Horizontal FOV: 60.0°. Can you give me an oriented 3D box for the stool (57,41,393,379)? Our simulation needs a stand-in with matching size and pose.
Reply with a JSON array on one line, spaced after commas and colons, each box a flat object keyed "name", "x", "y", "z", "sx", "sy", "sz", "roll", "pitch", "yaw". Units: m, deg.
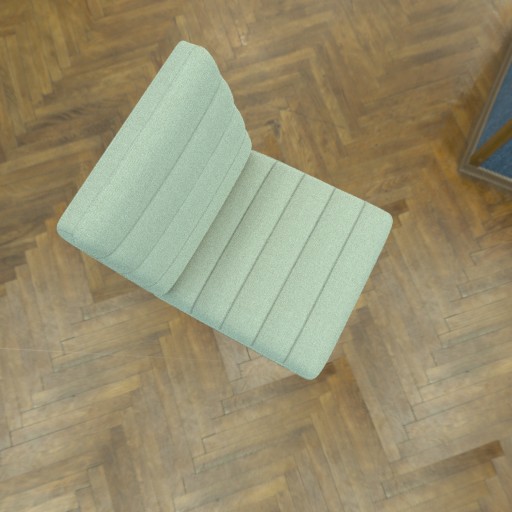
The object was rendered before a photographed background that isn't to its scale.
[{"name": "stool", "x": 0.000, "y": 0.000, "z": 1.223, "sx": 0.560, "sy": 0.940, "sz": 0.460, "roll": 28, "pitch": 78, "yaw": 6}]
